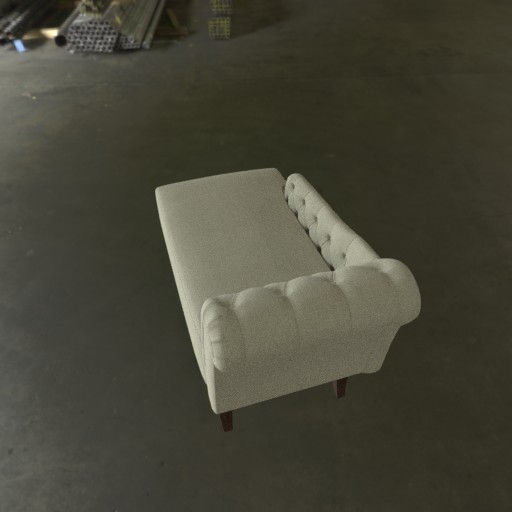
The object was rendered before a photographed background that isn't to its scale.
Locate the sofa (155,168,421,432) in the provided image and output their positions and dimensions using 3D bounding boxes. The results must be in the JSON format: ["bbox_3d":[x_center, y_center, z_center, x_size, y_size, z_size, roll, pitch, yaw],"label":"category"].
[{"bbox_3d":[0.000,0.000,1.870,0.675,0.787,1.379,-12,43,-13],"label":"sofa"}]
